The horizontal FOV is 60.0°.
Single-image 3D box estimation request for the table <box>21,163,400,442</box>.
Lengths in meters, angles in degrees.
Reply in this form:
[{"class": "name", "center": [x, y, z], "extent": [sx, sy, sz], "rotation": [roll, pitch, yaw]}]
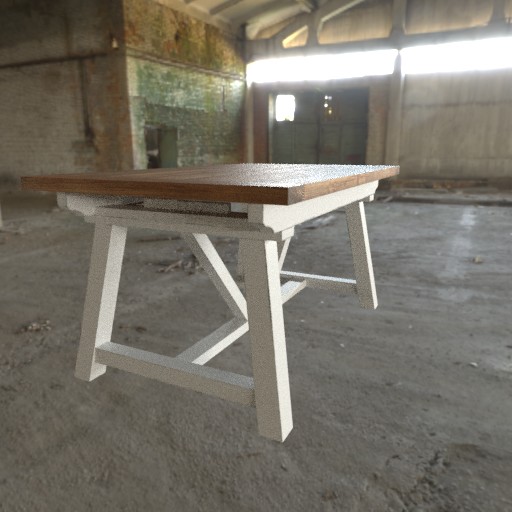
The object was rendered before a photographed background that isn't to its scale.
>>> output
[{"class": "table", "center": [0.000, 0.000, 1.948], "extent": [0.922, 0.743, 1.503], "rotation": [7, 15, 26]}]
